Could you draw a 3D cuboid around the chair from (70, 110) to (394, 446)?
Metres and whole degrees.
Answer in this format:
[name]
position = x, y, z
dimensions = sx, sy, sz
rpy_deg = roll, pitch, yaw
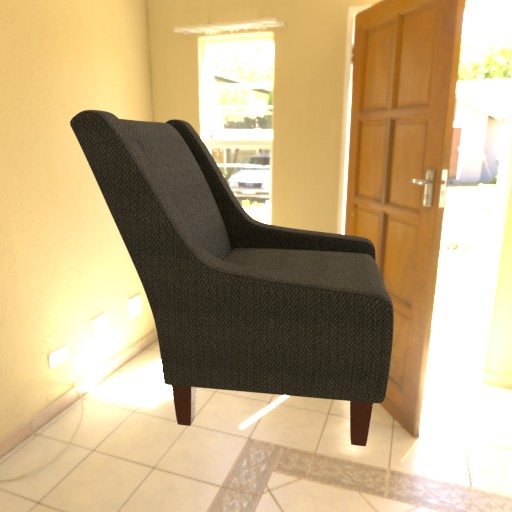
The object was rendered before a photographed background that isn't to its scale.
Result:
[chair]
position = 0.000, 0.000, 1.663
dimensions = 0.944, 1.012, 0.793
rpy_deg = 3, 15, 10
